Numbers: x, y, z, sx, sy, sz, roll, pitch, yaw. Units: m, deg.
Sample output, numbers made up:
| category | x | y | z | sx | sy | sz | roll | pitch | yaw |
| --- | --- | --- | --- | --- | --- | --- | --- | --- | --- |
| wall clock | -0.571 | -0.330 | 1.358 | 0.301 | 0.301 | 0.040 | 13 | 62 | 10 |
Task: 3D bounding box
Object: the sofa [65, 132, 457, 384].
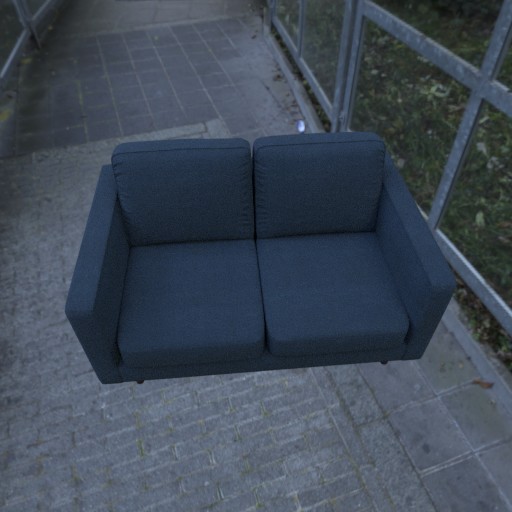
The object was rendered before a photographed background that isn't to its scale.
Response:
| category | x | y | z | sx | sy | sz | roll | pitch | yaw |
| --- | --- | --- | --- | --- | --- | --- | --- | --- | --- |
| sofa | 0.000 | 0.000 | 2.175 | 1.518 | 0.930 | 0.999 | -4 | 46 | -4 |
